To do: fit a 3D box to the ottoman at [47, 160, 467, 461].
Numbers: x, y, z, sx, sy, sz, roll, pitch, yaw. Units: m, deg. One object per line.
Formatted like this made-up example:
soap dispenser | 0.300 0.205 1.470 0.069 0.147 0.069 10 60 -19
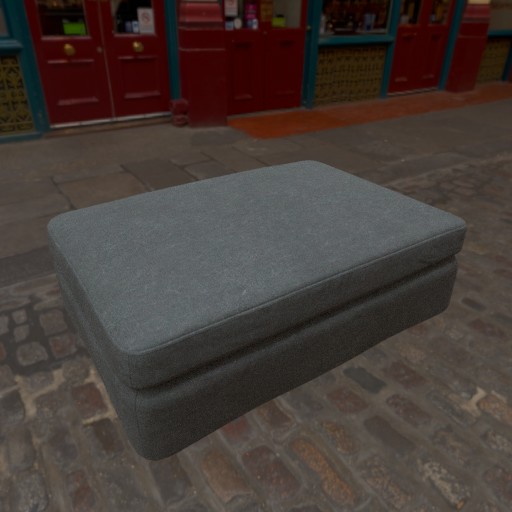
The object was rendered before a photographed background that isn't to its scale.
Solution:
ottoman | 0.000 0.000 1.534 1.199 0.429 0.840 -18 34 -29
